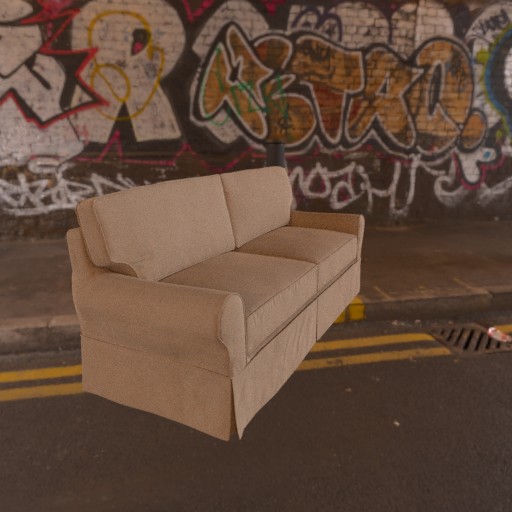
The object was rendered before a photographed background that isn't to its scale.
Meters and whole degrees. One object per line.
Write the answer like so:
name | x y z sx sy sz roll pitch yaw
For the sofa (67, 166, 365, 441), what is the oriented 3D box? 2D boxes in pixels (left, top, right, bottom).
sofa | 0.000 0.000 2.816 0.900 1.014 2.246 8 17 26
